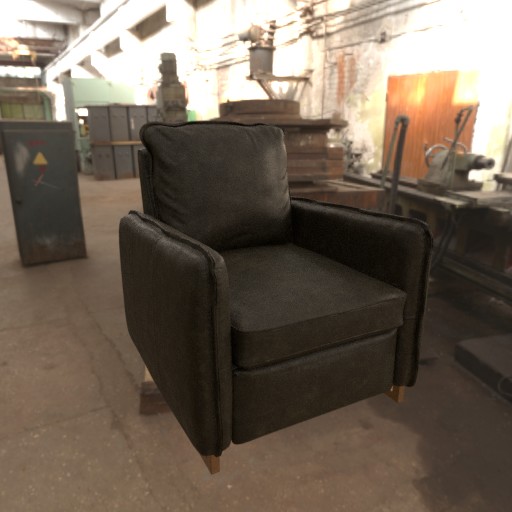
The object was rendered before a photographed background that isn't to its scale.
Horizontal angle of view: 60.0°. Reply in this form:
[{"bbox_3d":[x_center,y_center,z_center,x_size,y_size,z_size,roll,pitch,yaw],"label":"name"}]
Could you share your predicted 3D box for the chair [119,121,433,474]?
[{"bbox_3d":[0.000,0.000,1.571,0.830,0.921,0.921,-9,19,-27],"label":"chair"}]
